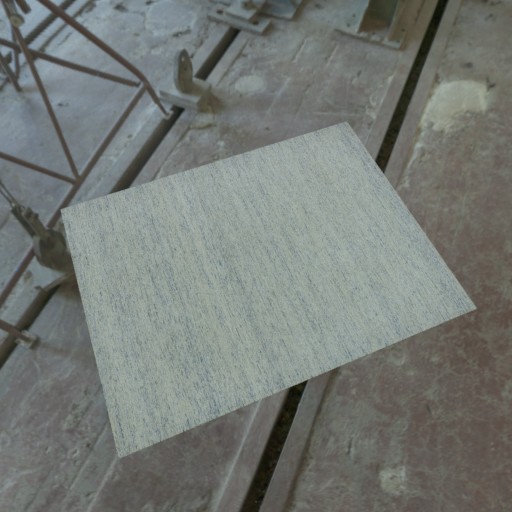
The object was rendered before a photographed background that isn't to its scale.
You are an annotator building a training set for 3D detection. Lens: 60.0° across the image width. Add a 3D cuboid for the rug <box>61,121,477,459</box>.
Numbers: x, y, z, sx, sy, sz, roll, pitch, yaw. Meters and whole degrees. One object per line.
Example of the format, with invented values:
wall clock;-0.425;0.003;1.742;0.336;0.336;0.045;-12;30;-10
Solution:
rug;0.000;0.000;4.148;3.197;0.006;2.438;-20;63;-11
